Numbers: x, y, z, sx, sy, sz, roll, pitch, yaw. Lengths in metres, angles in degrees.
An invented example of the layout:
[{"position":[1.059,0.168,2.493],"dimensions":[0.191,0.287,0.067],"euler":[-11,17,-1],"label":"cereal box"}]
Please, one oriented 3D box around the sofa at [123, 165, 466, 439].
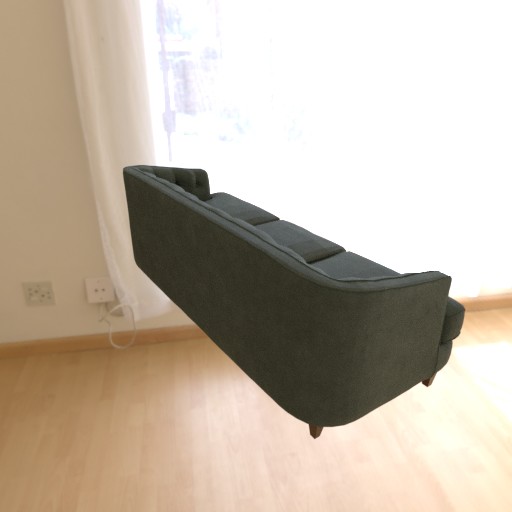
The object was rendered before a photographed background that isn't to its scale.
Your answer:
[{"position":[0.000,0.000,2.729],"dimensions":[0.941,0.855,2.278],"euler":[-17,30,-31],"label":"sofa"}]
